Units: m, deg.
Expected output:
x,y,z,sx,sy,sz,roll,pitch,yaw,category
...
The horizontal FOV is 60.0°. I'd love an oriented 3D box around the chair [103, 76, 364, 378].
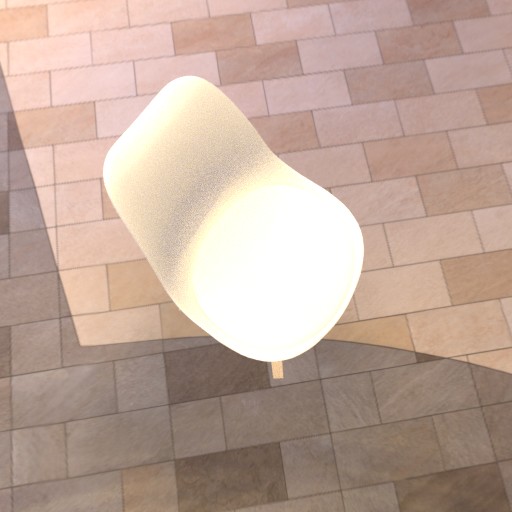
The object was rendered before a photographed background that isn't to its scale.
x,y,z,sx,sy,sz,roll,pitch,yaw,category
0.000,0.000,1.199,0.550,0.850,0.485,34,77,9,chair
